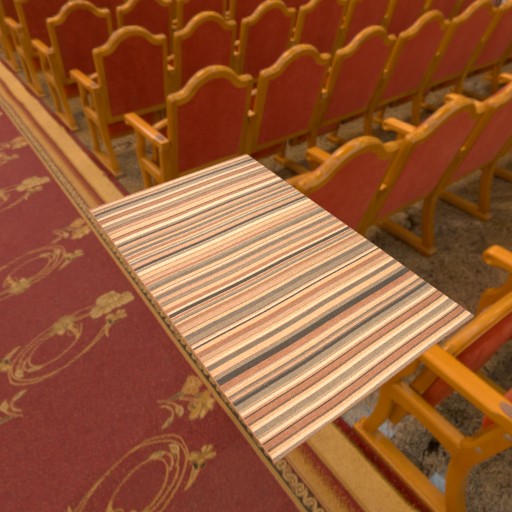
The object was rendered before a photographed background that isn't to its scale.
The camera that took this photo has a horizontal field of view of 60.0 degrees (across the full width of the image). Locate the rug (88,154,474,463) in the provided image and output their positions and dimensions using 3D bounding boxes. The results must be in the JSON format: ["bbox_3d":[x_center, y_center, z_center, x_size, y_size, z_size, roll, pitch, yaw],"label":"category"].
[{"bbox_3d":[0.000,0.000,3.104,1.523,0.014,2.438,-26,48,-26],"label":"rug"}]
